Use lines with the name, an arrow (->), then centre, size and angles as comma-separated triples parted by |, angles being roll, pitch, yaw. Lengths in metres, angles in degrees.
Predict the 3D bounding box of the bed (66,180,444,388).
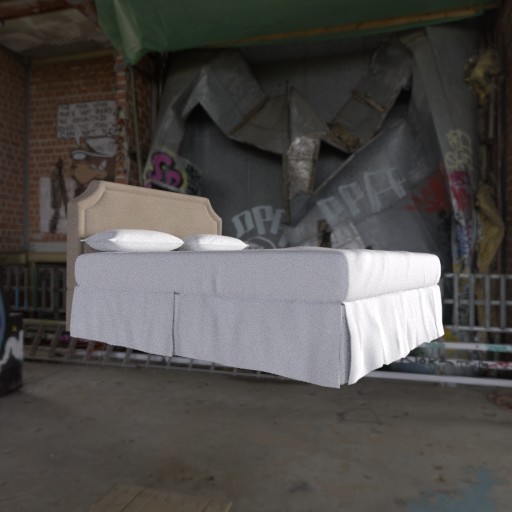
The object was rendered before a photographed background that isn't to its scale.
bed -> 0.000, 0.000, 3.586 | 2.498, 1.293, 1.977 | 0, 0, 36
